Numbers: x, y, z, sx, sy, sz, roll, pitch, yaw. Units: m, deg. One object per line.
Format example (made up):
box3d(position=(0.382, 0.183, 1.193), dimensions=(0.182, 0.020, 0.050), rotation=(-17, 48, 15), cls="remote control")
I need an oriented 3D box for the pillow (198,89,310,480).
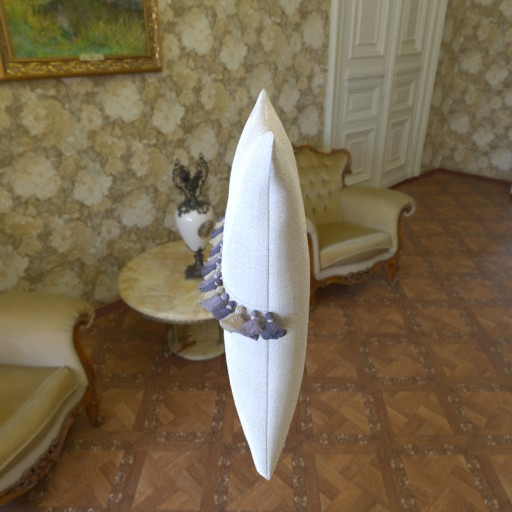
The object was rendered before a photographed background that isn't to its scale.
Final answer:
box3d(position=(0.000, 0.000, 0.738), dimensions=(0.165, 0.481, 0.489), rotation=(0, 26, 0), cls="pillow")
